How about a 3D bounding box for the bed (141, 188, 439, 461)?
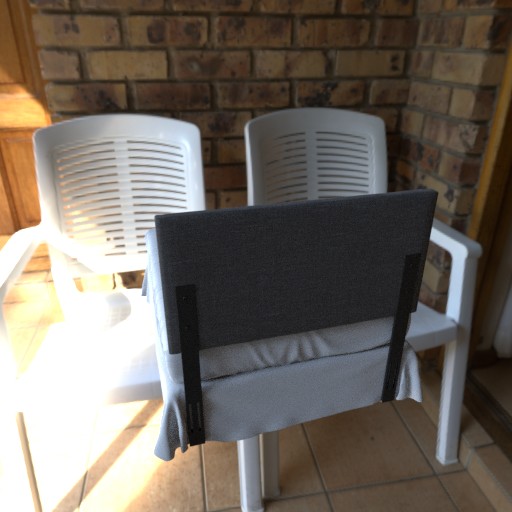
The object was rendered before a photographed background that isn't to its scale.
[{"bbox_3d":[0.000,0.000,3.584,1.936,1.577,2.222,-7,27,-14],"label":"bed"}]
